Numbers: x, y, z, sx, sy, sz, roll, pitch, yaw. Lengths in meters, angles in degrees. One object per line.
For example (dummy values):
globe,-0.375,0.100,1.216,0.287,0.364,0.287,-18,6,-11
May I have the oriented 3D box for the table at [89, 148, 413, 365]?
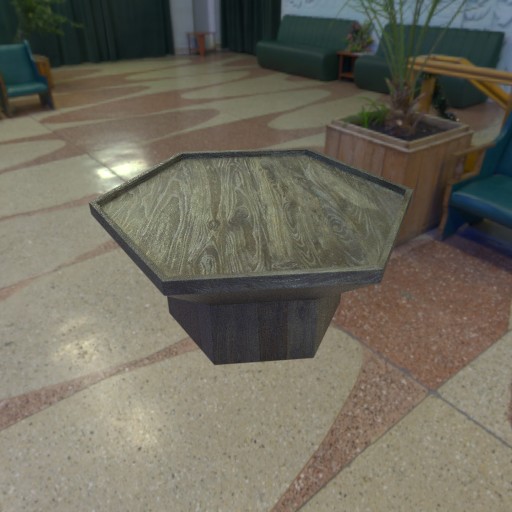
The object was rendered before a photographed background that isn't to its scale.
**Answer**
table,0.000,0.000,1.644,0.966,0.488,1.115,-21,38,-30
